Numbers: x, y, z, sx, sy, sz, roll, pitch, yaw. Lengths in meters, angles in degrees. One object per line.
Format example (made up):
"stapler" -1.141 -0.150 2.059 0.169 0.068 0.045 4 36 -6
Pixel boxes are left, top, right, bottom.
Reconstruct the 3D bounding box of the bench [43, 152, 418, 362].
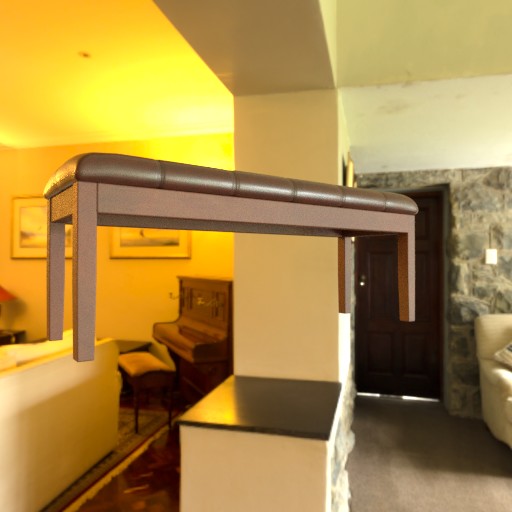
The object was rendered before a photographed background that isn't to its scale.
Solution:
"bench" 0.000 0.000 1.492 1.259 0.491 0.401 1 -1 -35
